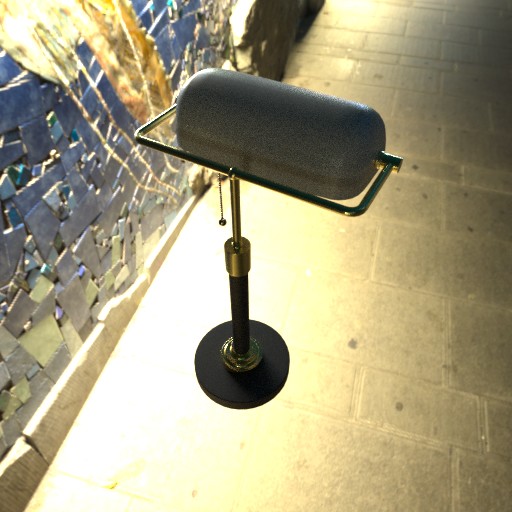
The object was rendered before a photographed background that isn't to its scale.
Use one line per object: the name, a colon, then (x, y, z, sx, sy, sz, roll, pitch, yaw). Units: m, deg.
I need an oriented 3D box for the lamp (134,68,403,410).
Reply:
lamp: (0.000, 0.000, 0.558, 0.269, 0.404, 0.227, 23, 50, 21)
